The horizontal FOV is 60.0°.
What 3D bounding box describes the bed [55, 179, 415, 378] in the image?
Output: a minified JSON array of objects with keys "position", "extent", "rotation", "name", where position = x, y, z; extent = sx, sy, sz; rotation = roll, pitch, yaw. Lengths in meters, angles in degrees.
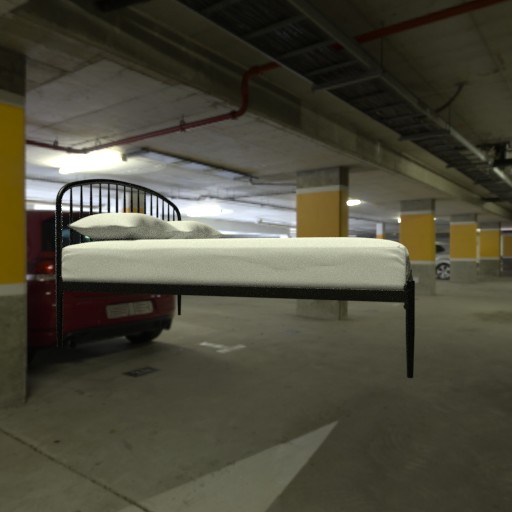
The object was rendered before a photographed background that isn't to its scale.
[{"position":[0.000,0.000,3.232],"extent":[2.159,1.166,1.618],"rotation":[0,0,19],"name":"bed"}]
